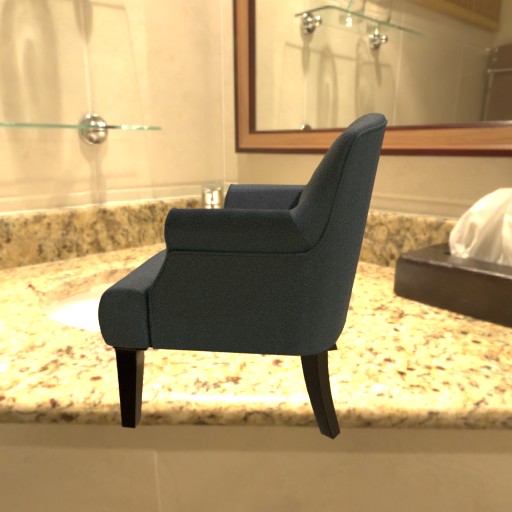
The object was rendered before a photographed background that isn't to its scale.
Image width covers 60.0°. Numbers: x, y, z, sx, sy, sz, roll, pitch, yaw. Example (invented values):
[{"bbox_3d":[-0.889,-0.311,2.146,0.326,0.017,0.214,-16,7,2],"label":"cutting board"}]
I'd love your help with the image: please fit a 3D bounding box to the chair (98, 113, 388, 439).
[{"bbox_3d":[0.000,0.000,1.443,0.754,0.878,0.770,2,15,9],"label":"chair"}]
